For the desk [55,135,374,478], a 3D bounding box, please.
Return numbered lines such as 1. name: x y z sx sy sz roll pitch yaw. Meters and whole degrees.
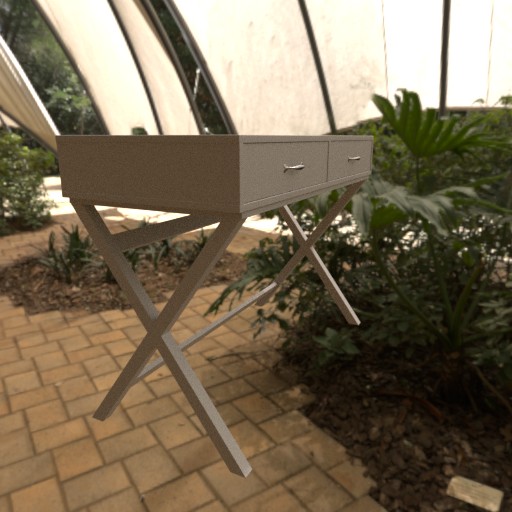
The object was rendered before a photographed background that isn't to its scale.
1. desk: 0.000 0.000 1.489 0.525 0.780 1.057 8 17 27
